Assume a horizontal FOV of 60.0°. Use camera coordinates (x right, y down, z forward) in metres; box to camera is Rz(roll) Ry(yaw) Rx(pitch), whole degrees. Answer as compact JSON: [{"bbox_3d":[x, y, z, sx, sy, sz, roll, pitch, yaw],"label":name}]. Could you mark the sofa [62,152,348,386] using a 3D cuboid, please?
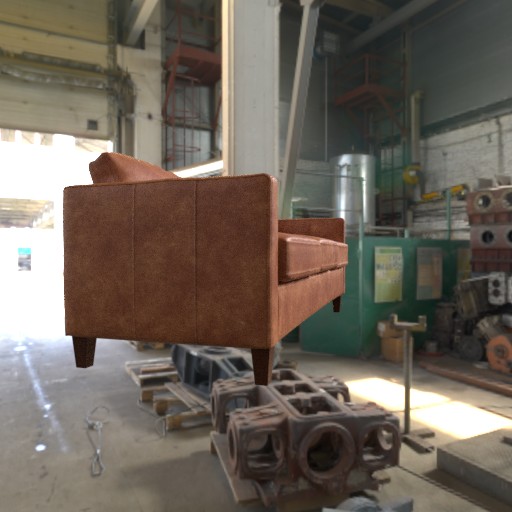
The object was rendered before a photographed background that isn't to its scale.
[{"bbox_3d":[0.000,0.000,2.969,1.045,1.006,2.464,0,1,18],"label":"sofa"}]
